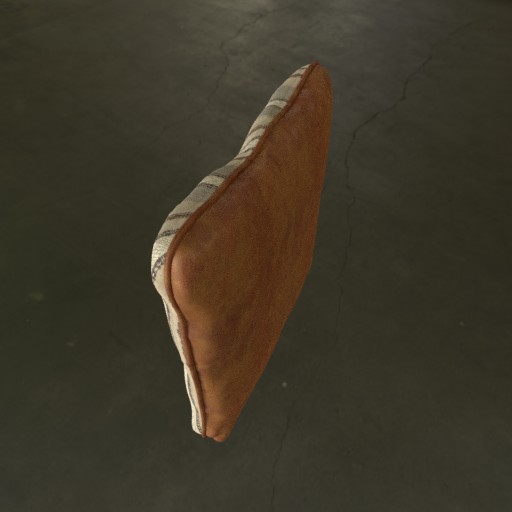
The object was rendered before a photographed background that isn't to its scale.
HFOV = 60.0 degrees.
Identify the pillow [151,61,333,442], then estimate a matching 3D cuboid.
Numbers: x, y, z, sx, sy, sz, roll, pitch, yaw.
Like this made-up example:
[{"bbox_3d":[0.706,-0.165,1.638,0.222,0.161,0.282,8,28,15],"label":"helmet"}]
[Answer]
[{"bbox_3d":[0.000,0.000,0.746,0.130,0.490,0.489,18,50,16],"label":"pillow"}]
